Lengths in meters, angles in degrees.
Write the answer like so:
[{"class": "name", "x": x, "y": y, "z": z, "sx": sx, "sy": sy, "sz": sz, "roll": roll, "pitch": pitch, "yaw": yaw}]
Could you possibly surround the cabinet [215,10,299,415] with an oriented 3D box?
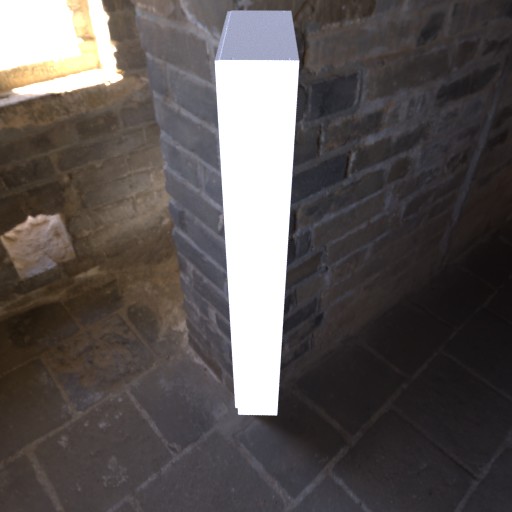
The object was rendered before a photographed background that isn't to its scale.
[{"class": "cabinet", "x": 0.000, "y": 0.000, "z": 1.917, "sx": 0.230, "sy": 1.790, "sz": 0.500, "roll": 1, "pitch": 42, "yaw": 1}]
